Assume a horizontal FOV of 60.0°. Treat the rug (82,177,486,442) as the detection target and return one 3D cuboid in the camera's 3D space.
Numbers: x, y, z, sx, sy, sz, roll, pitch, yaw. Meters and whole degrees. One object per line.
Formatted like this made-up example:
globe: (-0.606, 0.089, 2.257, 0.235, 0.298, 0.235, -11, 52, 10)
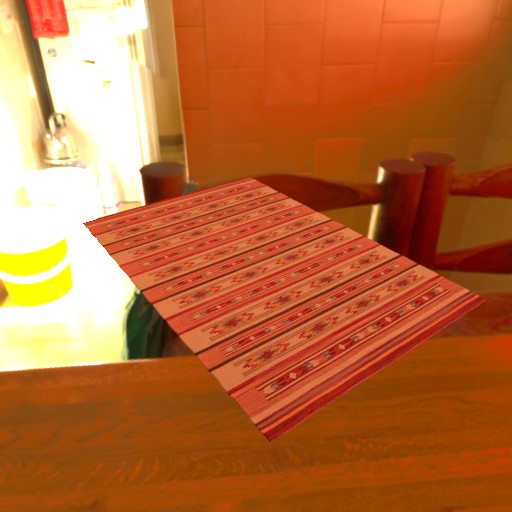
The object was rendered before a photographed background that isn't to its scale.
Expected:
rug: (0.000, 0.000, 2.295, 1.223, 0.008, 1.817, -21, 37, -30)
